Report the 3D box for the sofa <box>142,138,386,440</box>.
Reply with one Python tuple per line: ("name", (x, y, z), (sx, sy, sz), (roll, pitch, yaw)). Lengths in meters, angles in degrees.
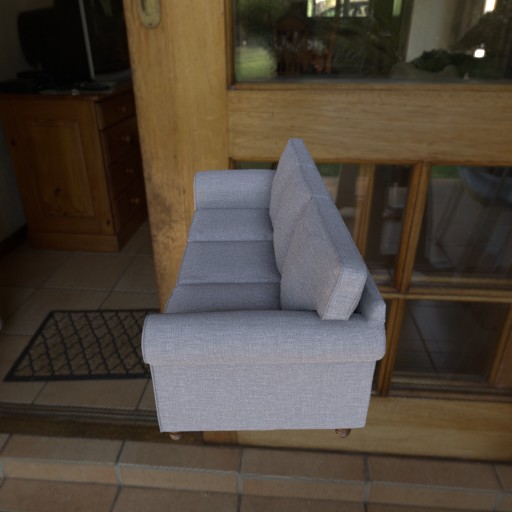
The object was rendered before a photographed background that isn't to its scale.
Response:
("sofa", (0.000, 0.000, 2.592), (0.916, 0.961, 2.084), (-1, 27, -1))
